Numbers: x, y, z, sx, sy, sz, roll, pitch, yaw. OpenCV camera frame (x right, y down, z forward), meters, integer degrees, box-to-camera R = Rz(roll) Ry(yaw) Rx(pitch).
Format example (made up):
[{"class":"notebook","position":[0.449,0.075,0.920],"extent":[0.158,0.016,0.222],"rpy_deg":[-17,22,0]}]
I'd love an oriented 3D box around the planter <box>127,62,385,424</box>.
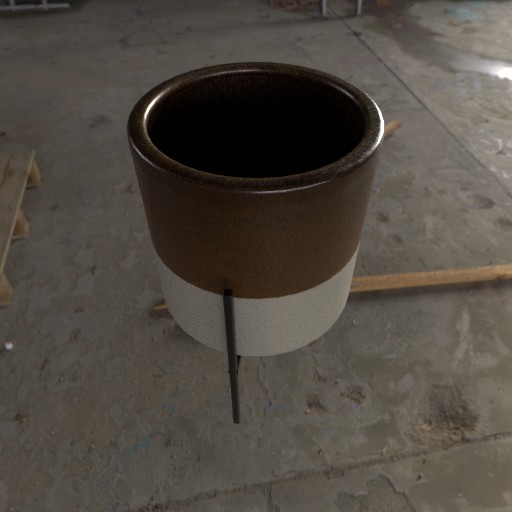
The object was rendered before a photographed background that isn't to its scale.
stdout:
[{"class":"planter","position":[0.000,0.000,0.554],"extent":[0.255,0.375,0.269],"rpy_deg":[7,46,6]}]
